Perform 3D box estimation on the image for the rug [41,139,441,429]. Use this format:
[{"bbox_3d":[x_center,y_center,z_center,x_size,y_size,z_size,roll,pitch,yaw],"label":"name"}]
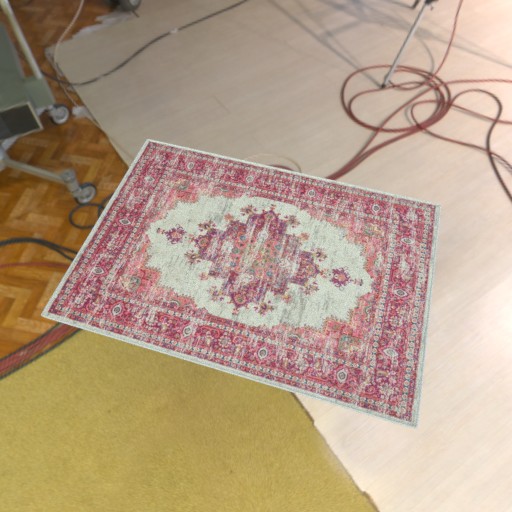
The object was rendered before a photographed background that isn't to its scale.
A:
[{"bbox_3d":[0.000,0.000,2.874,2.232,0.011,1.555,14,59,9],"label":"rug"}]
